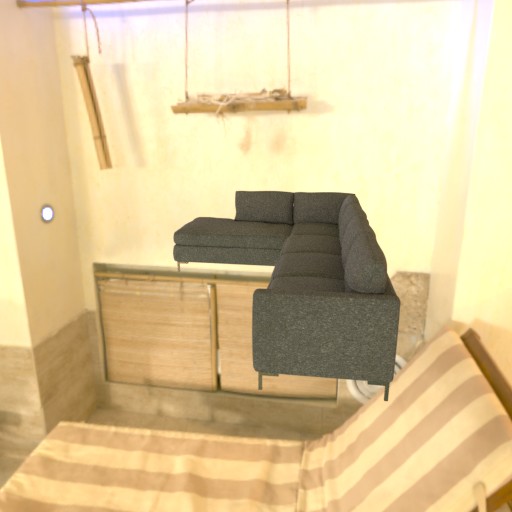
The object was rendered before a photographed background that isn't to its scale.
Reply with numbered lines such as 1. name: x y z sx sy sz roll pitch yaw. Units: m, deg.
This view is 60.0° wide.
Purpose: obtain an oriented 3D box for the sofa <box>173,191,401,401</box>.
1. sofa: 0.000 0.000 3.904 2.007 0.815 2.949 2 16 8
